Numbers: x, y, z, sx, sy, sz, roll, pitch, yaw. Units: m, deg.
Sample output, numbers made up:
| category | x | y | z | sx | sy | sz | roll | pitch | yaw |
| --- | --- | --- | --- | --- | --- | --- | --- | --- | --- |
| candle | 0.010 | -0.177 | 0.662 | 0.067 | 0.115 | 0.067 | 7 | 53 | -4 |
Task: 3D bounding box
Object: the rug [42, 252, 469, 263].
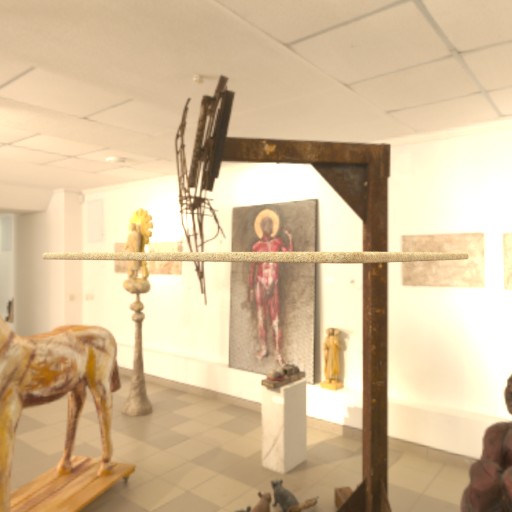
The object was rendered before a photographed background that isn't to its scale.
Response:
| category | x | y | z | sx | sy | sz | roll | pitch | yaw |
| --- | --- | --- | --- | --- | --- | --- | --- | --- | --- |
| rug | 0.000 | 0.000 | 3.294 | 2.528 | 0.048 | 2.009 | 0 | 0 | 38 |
